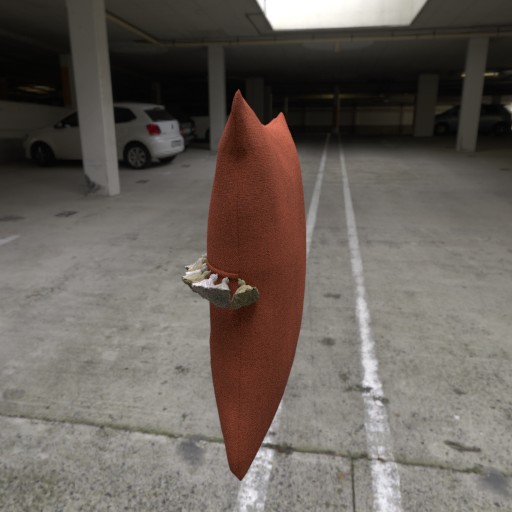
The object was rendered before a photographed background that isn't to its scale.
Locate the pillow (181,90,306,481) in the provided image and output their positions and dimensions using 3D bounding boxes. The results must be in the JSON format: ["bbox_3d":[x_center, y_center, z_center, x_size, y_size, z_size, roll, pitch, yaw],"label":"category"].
[{"bbox_3d":[0.000,0.000,0.741,0.165,0.482,0.490,2,15,9],"label":"pillow"}]
